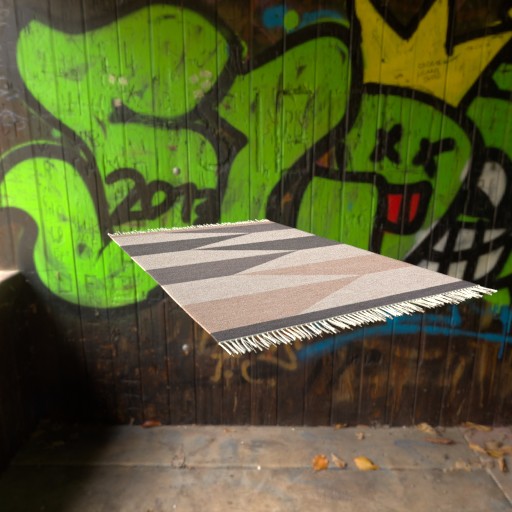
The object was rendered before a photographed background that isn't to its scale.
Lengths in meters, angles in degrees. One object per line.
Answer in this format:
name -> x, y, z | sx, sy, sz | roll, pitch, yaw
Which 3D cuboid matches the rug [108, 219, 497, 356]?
rug -> 0.000, 0.000, 2.420 | 1.224, 0.027, 2.021 | -7, 16, -27
